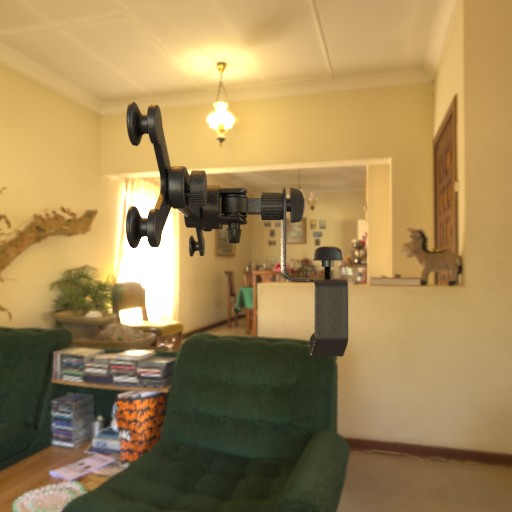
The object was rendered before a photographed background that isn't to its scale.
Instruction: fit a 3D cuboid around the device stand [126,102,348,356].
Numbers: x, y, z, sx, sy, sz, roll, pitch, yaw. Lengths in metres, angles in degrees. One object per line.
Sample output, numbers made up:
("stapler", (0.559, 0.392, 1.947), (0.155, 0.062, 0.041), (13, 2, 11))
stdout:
("device stand", (0.000, 0.000, 0.370), (0.142, 0.166, 0.270), (0, -1, -1))
